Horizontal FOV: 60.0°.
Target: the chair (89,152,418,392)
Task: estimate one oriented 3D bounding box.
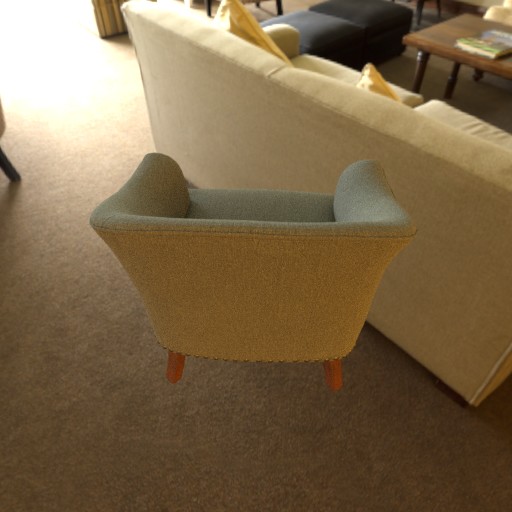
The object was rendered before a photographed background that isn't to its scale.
[{"bbox_3d":[0.000,0.000,1.404,0.798,0.815,0.704,2,45,3],"label":"chair"}]
